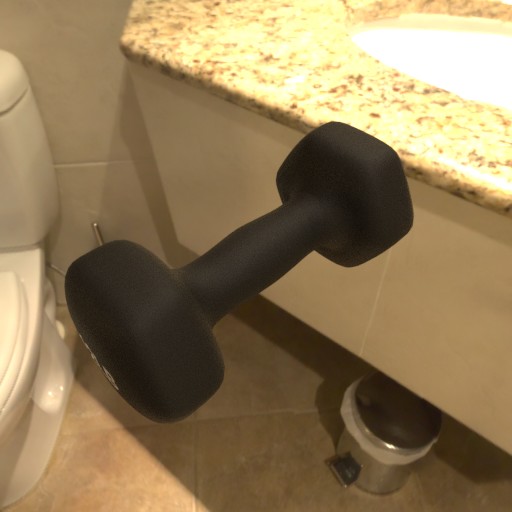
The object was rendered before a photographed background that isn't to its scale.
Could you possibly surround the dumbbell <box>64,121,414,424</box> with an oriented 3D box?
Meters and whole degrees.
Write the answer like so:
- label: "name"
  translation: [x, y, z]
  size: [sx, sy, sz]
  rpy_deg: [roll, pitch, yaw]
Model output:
- label: "dumbbell"
  translation: [0.000, 0.000, 0.291]
  size: [0.231, 0.101, 0.112]
  rpy_deg: [-34, 55, -28]
